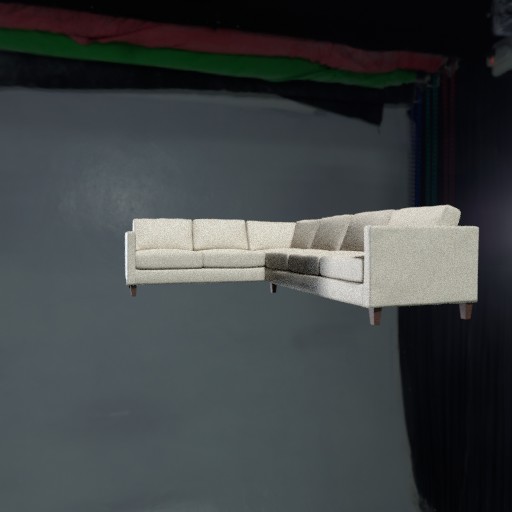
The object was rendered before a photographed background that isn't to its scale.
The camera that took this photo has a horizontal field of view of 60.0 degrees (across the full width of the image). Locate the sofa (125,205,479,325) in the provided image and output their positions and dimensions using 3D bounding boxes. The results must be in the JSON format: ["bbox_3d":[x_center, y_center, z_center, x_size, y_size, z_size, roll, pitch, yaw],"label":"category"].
[{"bbox_3d":[0.000,0.000,4.385,2.432,0.863,3.182,-1,2,-18],"label":"sofa"}]
